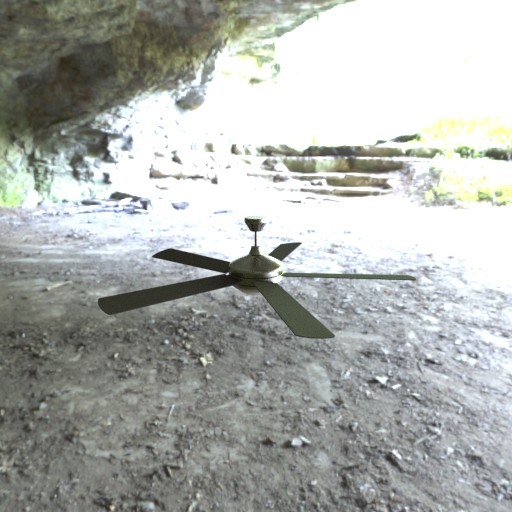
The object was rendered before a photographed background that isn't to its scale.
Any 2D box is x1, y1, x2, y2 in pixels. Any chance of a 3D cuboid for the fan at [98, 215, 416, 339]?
[{"bbox_3d":[0.000,0.000,2.003,1.321,0.356,1.321,8,16,28],"label":"fan"}]
